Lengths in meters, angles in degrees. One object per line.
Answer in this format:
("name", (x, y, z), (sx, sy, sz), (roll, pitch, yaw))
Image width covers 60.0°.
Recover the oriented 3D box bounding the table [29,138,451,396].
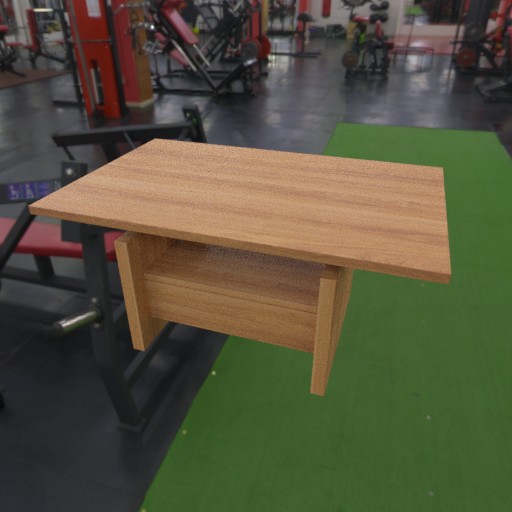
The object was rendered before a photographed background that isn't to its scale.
("table", (0.000, 0.000, 1.495), (1.100, 0.510, 0.700), (10, 32, 16))
